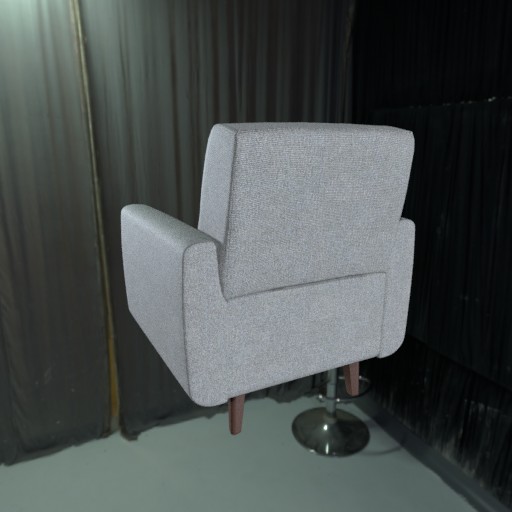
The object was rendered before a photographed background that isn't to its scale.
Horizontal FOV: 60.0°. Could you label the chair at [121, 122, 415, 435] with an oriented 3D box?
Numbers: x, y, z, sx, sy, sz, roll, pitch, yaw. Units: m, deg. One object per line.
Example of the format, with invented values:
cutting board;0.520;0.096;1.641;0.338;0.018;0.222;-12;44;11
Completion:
chair;0.000;0.000;1.704;0.845;0.968;0.942;-8;17;-26
